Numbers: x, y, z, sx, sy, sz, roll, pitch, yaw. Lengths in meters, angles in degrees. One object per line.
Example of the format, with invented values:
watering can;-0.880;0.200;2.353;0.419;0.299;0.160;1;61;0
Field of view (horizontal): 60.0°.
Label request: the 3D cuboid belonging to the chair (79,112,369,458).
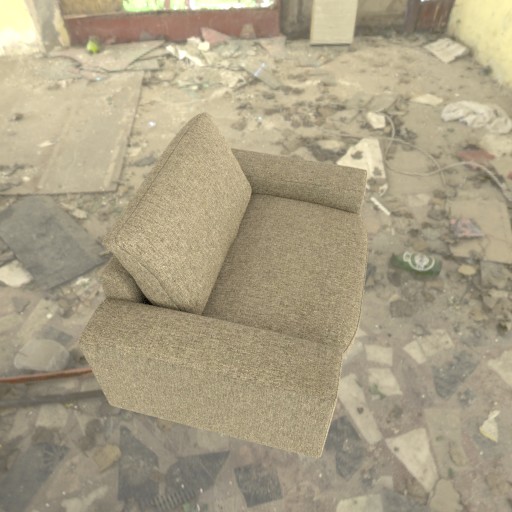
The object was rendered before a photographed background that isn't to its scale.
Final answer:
chair;0.000;0.000;2.114;1.039;0.915;1.398;10;47;10
